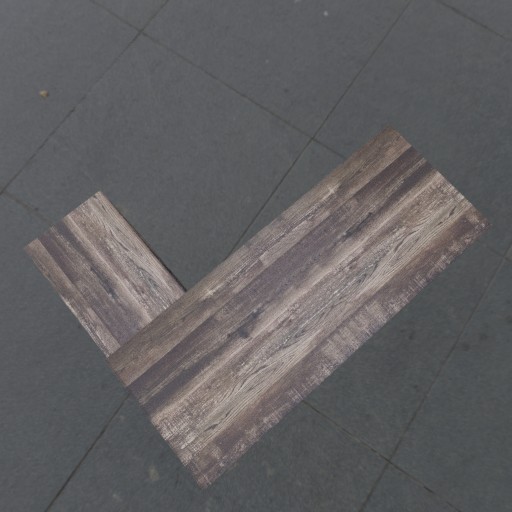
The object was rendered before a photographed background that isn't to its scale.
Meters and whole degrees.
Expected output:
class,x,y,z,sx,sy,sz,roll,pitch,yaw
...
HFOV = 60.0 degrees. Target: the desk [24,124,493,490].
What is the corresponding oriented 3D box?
class,x,y,z,sx,sy,sz,roll,pitch,yaw
desk,0.000,0.000,2.170,1.524,0.753,1.200,-40,80,-9
